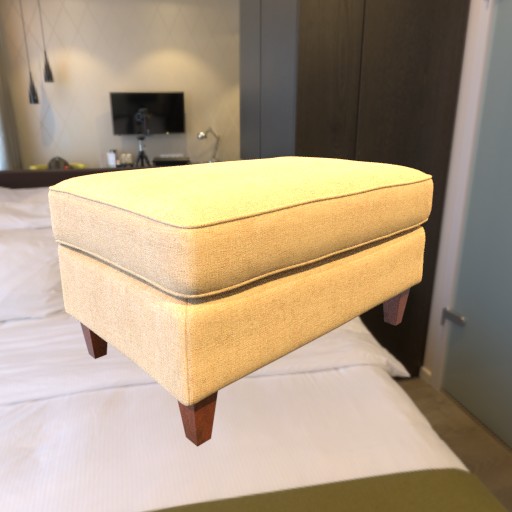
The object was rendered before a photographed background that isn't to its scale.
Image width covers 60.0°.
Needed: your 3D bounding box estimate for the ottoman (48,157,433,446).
[{"bbox_3d":[0.000,0.000,1.193,0.862,0.484,0.583,-16,23,-42],"label":"ottoman"}]
